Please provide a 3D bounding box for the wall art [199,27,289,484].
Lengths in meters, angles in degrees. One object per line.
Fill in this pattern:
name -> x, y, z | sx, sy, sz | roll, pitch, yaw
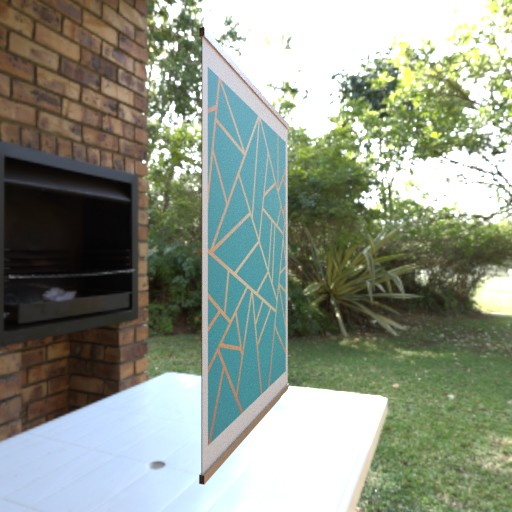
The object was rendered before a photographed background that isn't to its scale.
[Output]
wall art -> 0.000, 0.000, 1.346 | 0.013, 1.016, 0.758 | 0, 0, 19
